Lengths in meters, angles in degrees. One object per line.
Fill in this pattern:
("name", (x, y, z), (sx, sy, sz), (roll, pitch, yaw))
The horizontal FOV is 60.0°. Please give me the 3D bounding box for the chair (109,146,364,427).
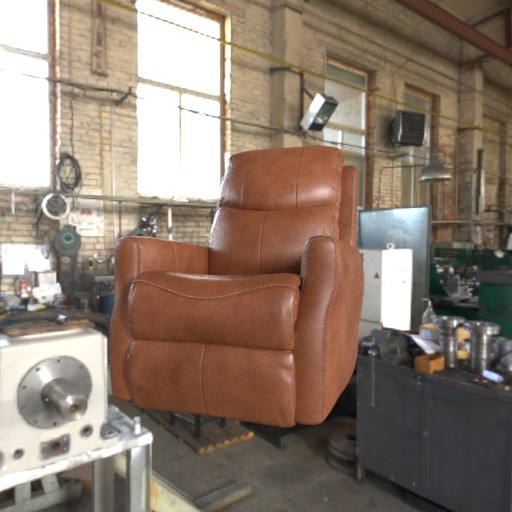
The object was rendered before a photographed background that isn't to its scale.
("chair", (0.000, 0.000, 1.788), (0.821, 1.016, 1.072), (1, 2, 18))
